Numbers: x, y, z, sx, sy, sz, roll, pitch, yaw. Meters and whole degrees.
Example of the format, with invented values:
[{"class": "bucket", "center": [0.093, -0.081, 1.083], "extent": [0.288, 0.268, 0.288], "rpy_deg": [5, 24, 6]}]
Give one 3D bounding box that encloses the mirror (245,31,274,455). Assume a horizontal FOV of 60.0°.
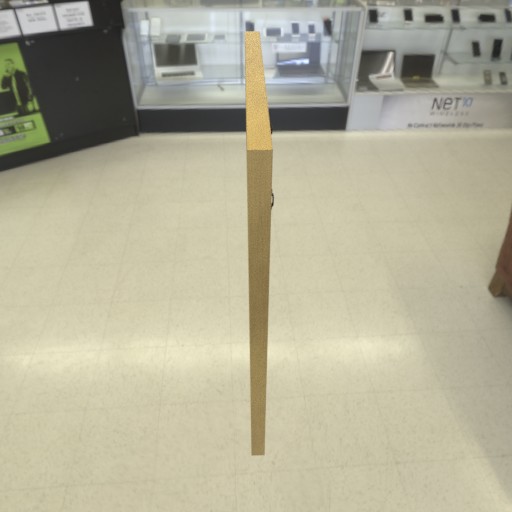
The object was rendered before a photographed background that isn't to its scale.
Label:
[{"class": "mirror", "center": [0.000, 0.000, 1.143], "extent": [0.040, 0.915, 0.609], "rpy_deg": [-1, 41, -1]}]
